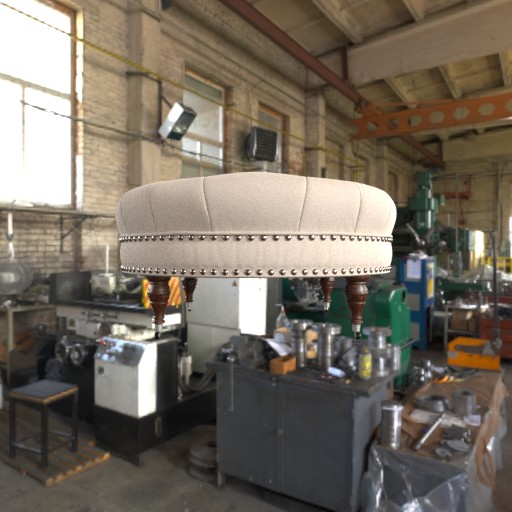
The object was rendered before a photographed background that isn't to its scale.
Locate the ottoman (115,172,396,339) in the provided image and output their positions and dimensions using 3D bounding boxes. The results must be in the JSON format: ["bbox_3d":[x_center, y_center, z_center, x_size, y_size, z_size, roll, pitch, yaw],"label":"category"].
[{"bbox_3d":[0.000,0.000,1.452,0.901,0.439,0.901,0,0,0],"label":"ottoman"}]
